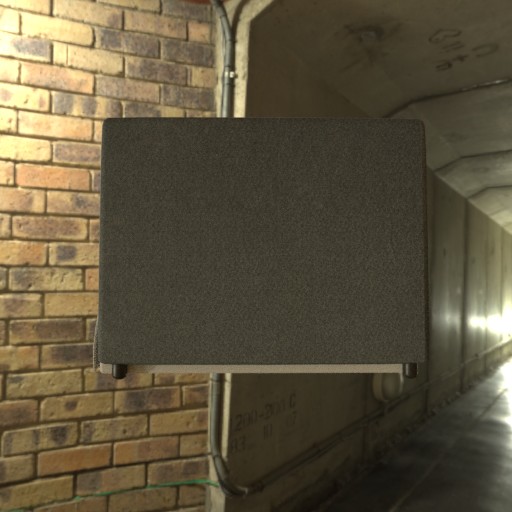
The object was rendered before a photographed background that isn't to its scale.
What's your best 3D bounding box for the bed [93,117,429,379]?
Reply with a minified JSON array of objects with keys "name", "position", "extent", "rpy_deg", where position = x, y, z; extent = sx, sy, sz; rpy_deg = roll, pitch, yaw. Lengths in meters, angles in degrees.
[{"name":"bed","position":[0.000,0.000,3.260],"extent":[1.723,1.330,2.142],"rpy_deg":[0,-3,-1]}]
